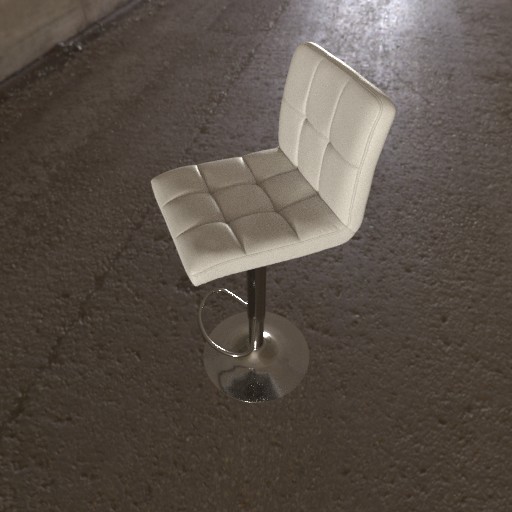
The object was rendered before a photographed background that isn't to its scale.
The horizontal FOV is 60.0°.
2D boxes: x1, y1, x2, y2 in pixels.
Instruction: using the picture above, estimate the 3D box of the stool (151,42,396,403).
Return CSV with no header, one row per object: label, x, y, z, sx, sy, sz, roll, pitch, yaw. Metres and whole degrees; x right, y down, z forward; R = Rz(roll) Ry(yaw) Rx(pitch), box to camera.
stool,0.000,0.000,1.389,0.505,1.115,0.430,-16,47,-16
